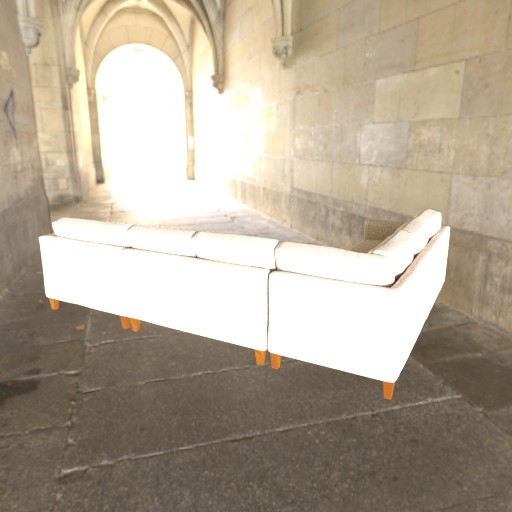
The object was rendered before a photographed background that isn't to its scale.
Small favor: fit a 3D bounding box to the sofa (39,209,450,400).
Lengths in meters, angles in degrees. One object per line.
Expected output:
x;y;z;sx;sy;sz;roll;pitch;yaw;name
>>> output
0.000;0.000;4.620;3.460;0.961;2.594;8;16;28;sofa
